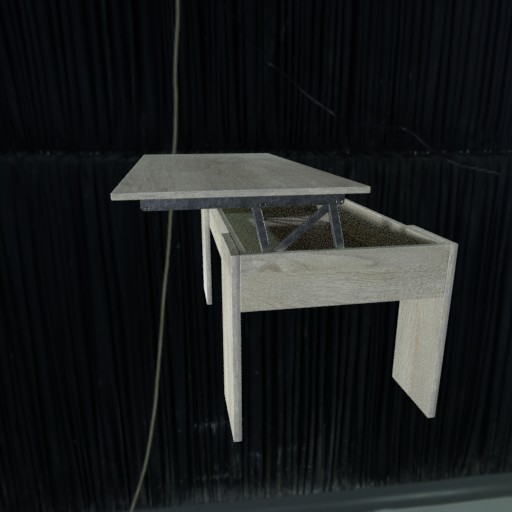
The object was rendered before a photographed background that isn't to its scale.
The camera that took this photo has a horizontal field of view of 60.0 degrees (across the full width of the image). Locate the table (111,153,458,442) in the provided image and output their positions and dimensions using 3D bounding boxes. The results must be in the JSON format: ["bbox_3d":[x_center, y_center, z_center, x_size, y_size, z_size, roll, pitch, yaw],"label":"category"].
[{"bbox_3d":[0.000,0.000,1.408,0.711,0.570,1.000,-3,17,-10],"label":"table"}]
